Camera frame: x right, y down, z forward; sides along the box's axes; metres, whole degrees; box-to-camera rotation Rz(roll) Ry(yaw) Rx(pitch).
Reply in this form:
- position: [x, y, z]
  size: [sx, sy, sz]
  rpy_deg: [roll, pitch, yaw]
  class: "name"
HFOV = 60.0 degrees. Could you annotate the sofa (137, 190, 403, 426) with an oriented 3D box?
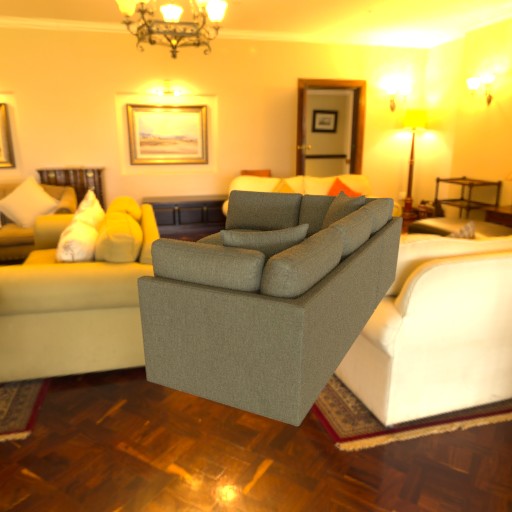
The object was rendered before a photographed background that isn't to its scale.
- position: [0.000, 0.000, 3.879]
  size: [1.994, 0.978, 2.896]
  rpy_deg: [7, 17, 26]
  class: "sofa"
